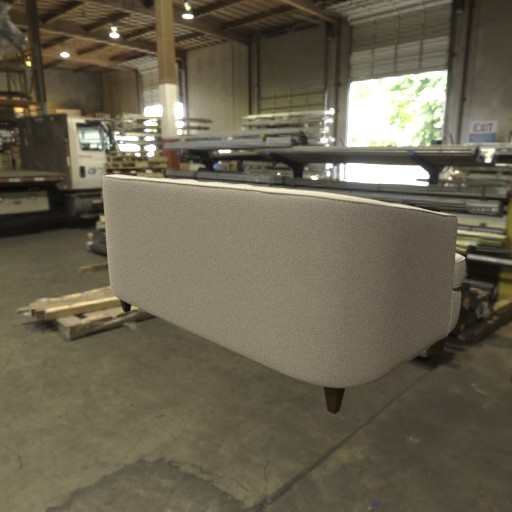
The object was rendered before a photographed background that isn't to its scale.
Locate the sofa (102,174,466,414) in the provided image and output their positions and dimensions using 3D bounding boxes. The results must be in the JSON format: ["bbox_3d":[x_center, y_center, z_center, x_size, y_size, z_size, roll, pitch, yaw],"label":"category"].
[{"bbox_3d":[0.000,0.000,2.226,1.733,0.855,0.941,13,19,42],"label":"sofa"}]
